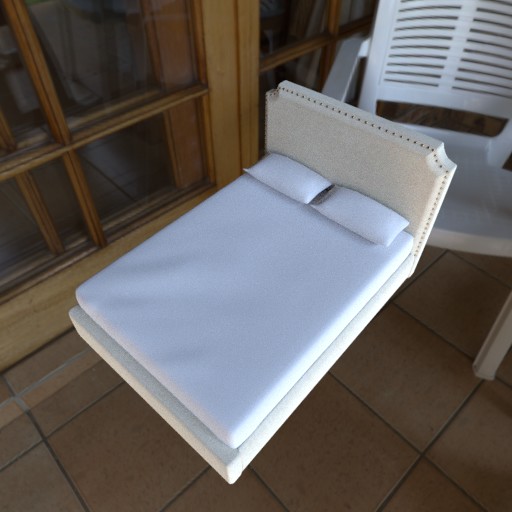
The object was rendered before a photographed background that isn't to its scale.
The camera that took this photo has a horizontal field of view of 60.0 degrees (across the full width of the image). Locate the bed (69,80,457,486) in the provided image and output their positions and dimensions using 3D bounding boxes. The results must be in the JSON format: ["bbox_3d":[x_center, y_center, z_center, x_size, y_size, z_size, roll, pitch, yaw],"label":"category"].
[{"bbox_3d":[0.000,0.000,3.355,1.713,1.457,2.381,33,55,27],"label":"bed"}]
